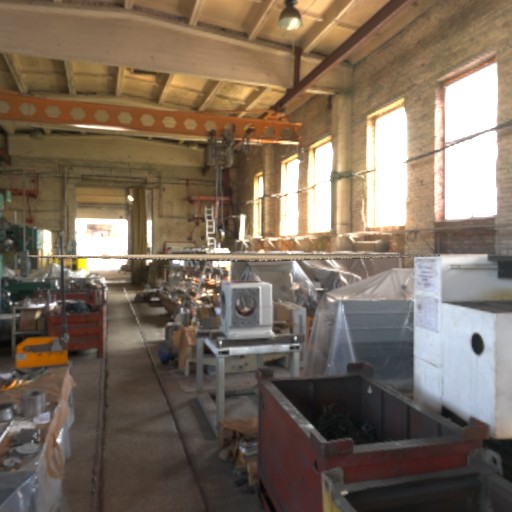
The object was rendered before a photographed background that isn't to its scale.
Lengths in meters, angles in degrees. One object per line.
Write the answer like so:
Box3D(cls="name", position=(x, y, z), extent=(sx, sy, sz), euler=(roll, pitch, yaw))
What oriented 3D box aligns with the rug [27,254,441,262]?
Box3D(cls="rug", position=(0.000, 0.000, 3.889), extent=(2.306, 0.017, 2.902), euler=(0, 1, 38))
